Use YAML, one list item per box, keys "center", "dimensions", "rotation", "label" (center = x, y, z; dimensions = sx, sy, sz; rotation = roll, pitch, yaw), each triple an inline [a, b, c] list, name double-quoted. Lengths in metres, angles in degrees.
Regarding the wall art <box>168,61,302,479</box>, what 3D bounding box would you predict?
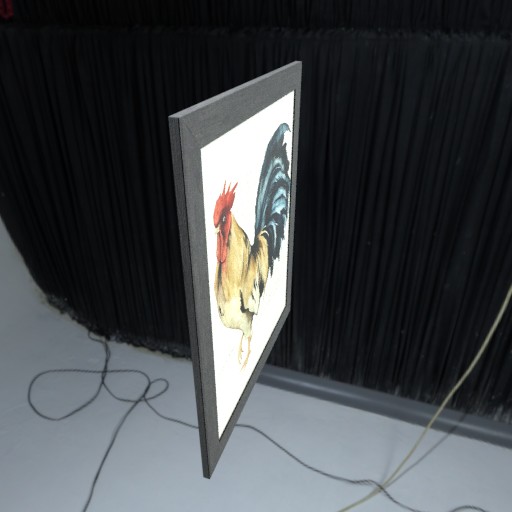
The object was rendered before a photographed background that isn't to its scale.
- center: [0.000, 0.000, 0.767]
  dimensions: [0.013, 0.570, 0.476]
  rotation: [10, 32, 17]
  label: "wall art"
